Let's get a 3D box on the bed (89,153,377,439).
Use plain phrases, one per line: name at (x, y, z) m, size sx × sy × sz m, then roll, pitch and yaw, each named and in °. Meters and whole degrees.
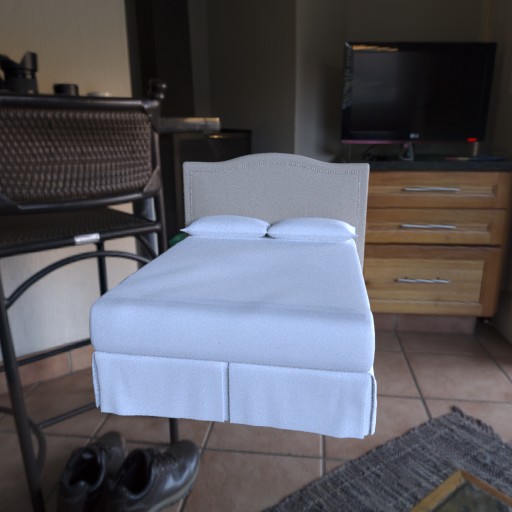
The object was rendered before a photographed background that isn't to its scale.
bed at (0.000, 0.000, 3.209) m, size 1.678 × 1.398 × 2.052 m, roll 2°, pitch 15°, yaw 9°
